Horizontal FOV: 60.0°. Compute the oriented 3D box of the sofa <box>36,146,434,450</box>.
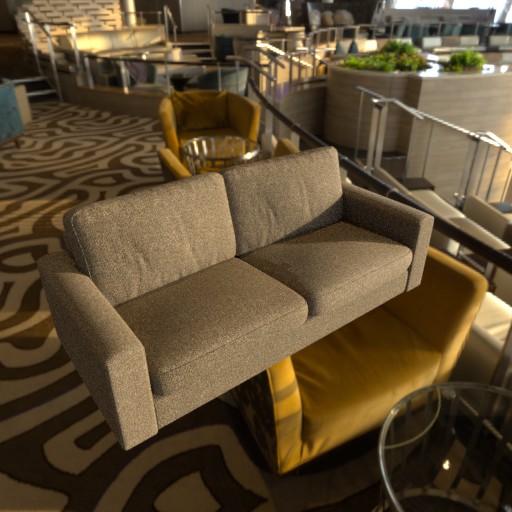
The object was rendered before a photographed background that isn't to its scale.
[{"bbox_3d":[0.000,0.000,2.636,2.179,0.873,1.016,-21,36,-32],"label":"sofa"}]
